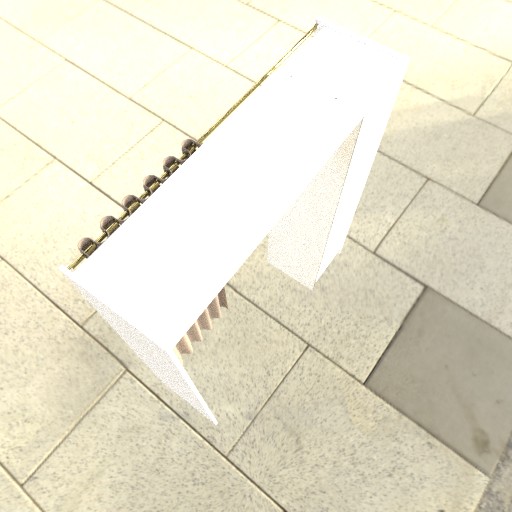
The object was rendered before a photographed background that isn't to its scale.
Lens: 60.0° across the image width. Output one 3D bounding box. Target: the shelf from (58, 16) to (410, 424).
[{"bbox_3d":[0.000,0.000,2.503,0.500,1.820,1.600,33,67,16],"label":"shelf"}]
